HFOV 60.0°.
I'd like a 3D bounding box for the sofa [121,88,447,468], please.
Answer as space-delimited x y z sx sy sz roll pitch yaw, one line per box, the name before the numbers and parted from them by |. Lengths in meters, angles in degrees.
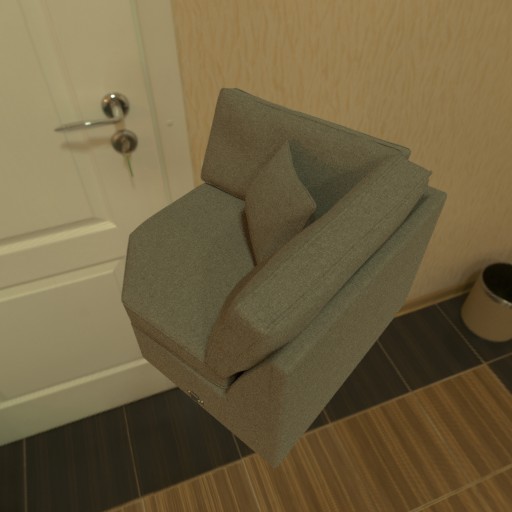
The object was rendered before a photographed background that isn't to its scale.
sofa | 0.000 0.000 1.849 1.050 0.951 1.042 31 54 26
